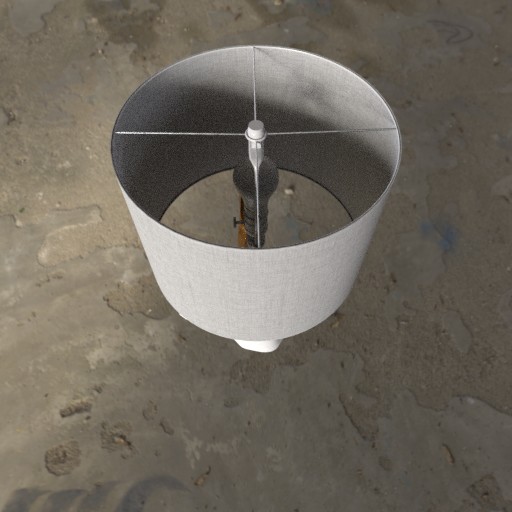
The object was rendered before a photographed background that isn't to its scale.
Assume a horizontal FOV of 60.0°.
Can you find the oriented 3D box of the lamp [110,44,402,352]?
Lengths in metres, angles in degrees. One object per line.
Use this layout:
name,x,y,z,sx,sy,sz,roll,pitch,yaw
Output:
lamp,0.000,0.000,0.668,0.298,0.503,0.298,-1,58,-1
